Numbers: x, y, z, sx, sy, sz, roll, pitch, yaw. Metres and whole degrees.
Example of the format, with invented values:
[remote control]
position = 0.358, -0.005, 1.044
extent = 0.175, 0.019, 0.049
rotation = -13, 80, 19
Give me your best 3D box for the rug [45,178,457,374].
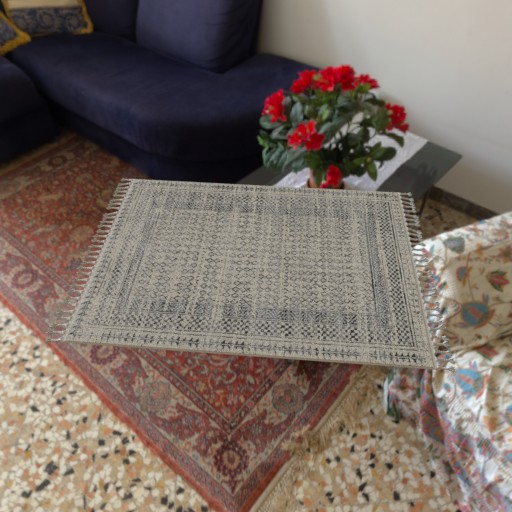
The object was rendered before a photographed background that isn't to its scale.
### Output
[rug]
position = 0.000, 0.000, 2.393
extent = 1.872, 0.013, 1.243
rotation = 3, 47, 3
